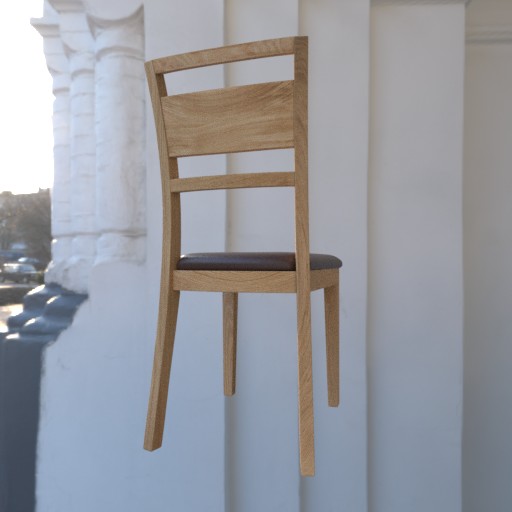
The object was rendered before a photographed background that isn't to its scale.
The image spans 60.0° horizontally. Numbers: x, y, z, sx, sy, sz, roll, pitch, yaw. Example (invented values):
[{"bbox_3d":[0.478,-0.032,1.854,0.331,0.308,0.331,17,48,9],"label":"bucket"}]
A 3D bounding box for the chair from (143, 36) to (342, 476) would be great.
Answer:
[{"bbox_3d":[0.000,0.000,1.229,0.420,0.940,0.545,0,0,19],"label":"chair"}]
